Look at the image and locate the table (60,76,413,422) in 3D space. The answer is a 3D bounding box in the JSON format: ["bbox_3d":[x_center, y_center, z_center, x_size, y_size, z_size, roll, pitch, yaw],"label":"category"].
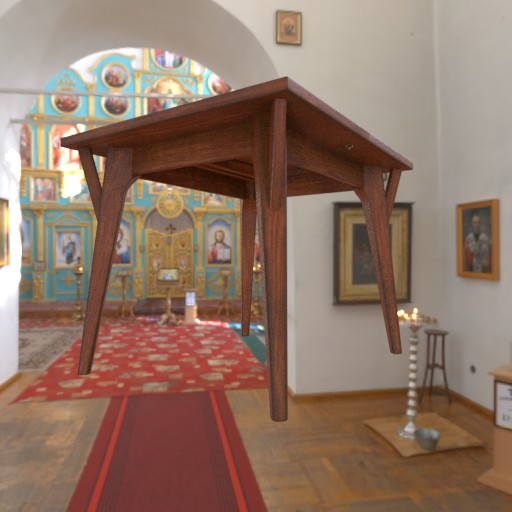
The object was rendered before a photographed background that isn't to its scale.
[{"bbox_3d":[0.000,0.000,1.584,0.838,0.761,0.991,-1,-1,34],"label":"table"}]
